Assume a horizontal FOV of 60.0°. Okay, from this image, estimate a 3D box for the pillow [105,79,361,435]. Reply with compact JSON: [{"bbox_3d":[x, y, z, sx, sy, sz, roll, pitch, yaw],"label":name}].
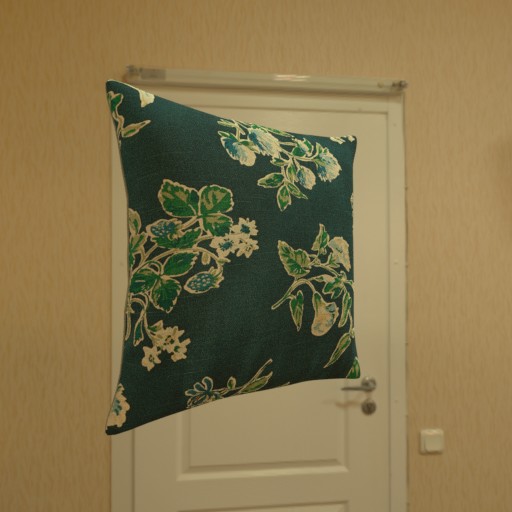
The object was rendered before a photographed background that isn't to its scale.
[{"bbox_3d":[0.000,0.000,0.779,0.525,0.508,0.166,0,-1,-35],"label":"pillow"}]
